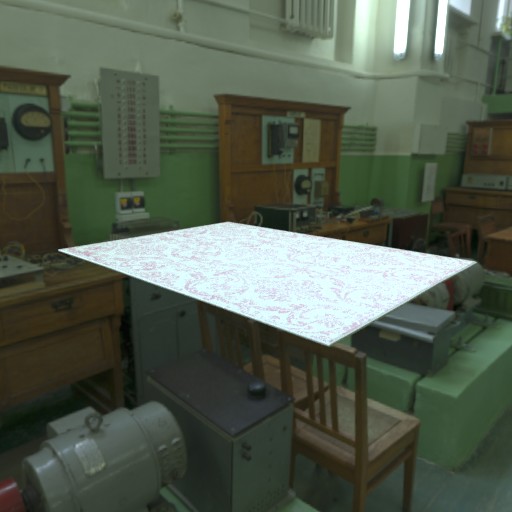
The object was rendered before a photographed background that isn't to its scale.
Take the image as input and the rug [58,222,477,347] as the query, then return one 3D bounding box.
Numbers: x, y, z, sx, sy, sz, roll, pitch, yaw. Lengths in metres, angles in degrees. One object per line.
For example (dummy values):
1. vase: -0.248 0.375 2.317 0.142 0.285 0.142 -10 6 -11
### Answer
1. rug: 0.000 0.000 2.860 2.202 0.014 1.598 12 18 41
